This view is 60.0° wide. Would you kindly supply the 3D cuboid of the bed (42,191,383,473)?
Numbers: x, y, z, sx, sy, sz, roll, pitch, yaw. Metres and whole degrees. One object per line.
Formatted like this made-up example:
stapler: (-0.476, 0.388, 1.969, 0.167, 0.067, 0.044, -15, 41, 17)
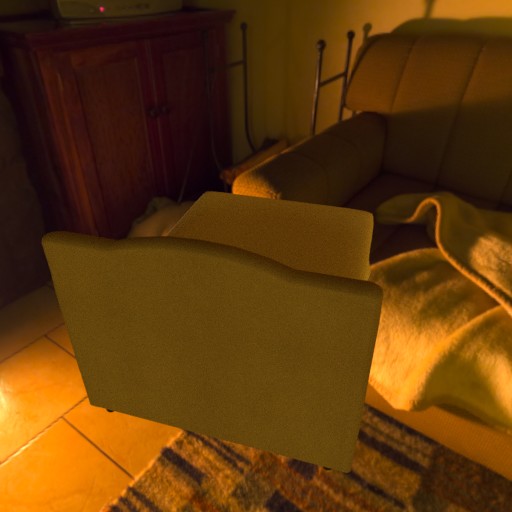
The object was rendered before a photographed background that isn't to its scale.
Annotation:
bed: (0.000, 0.000, 3.221, 1.744, 1.441, 2.128, 9, 35, 13)
